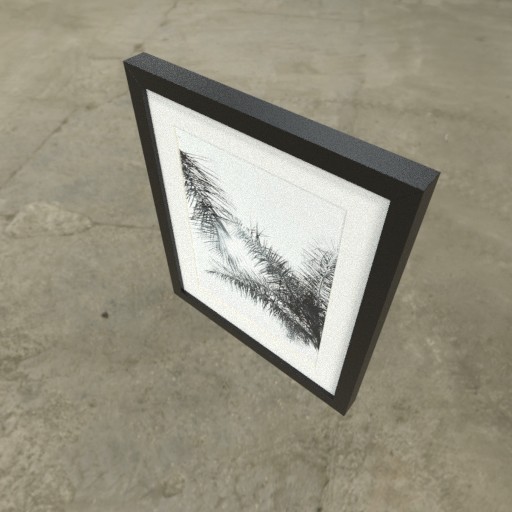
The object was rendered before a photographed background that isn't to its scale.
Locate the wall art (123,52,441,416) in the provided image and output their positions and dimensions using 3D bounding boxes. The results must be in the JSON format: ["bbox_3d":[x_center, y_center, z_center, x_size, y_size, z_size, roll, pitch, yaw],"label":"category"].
[{"bbox_3d":[0.000,0.000,0.525,0.325,0.380,0.028,31,55,25],"label":"wall art"}]
